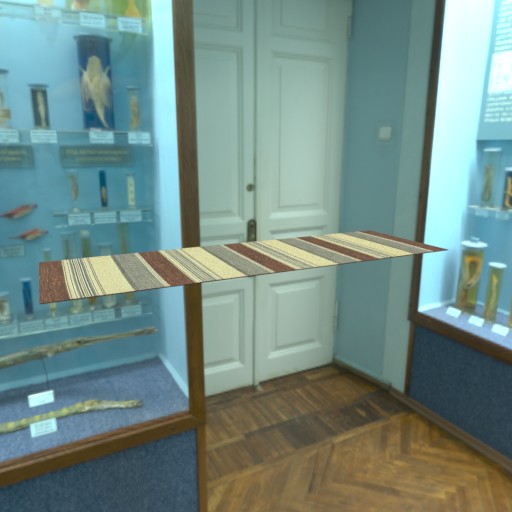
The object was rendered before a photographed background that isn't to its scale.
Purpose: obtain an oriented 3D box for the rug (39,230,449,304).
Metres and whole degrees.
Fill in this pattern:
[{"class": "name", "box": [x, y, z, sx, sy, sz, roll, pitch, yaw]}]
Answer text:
[{"class": "rug", "box": [0.000, 0.000, 2.759, 2.437, 0.006, 0.792, -6, 15, -25]}]
